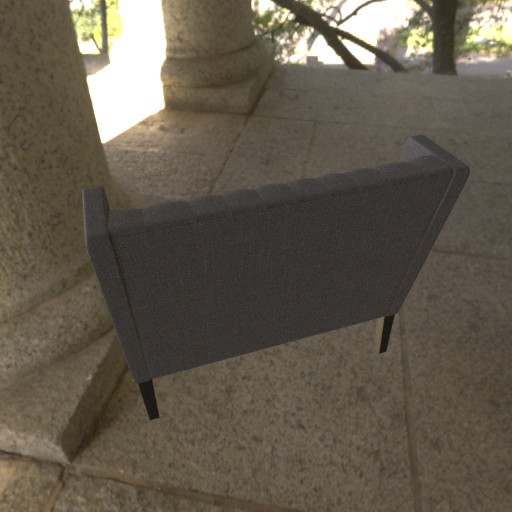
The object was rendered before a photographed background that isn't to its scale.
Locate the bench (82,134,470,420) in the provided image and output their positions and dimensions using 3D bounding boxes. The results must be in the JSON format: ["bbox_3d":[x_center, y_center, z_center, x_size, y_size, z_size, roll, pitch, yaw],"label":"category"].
[{"bbox_3d":[0.000,0.000,2.002,1.276,1.121,0.842,-12,42,-14],"label":"bench"}]
